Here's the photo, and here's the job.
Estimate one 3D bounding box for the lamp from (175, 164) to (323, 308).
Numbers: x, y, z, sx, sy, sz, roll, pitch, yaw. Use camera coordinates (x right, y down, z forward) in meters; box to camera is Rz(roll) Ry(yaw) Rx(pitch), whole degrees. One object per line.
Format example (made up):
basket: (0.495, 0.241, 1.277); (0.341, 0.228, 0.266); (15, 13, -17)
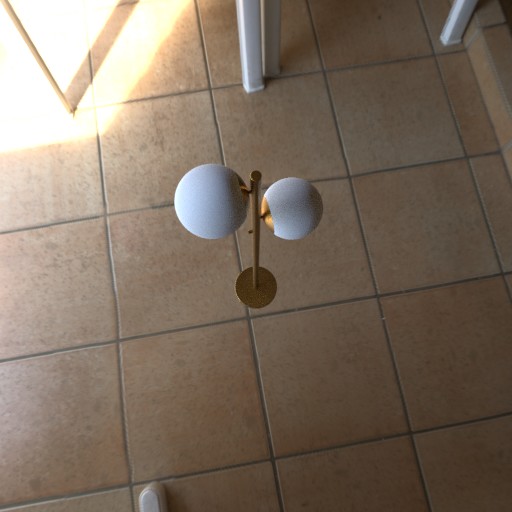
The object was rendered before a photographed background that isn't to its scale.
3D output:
lamp: (0.000, 0.000, 1.838); (0.419, 1.641, 0.249); (-15, 77, -4)
